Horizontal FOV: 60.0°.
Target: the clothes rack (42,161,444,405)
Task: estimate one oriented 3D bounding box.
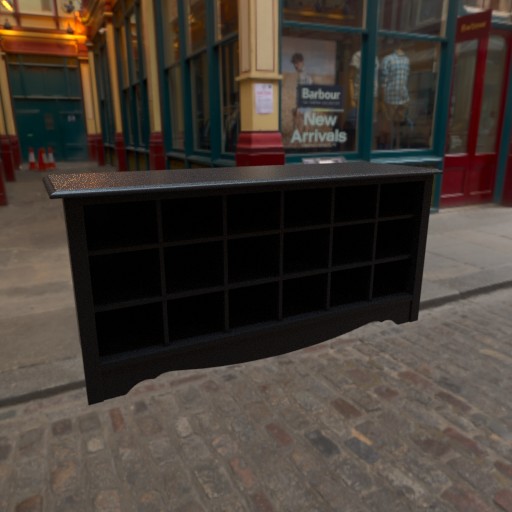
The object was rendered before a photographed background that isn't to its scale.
[{"bbox_3d":[0.000,0.000,1.483,1.219,0.556,0.406,-8,18,-26],"label":"clothes rack"}]
